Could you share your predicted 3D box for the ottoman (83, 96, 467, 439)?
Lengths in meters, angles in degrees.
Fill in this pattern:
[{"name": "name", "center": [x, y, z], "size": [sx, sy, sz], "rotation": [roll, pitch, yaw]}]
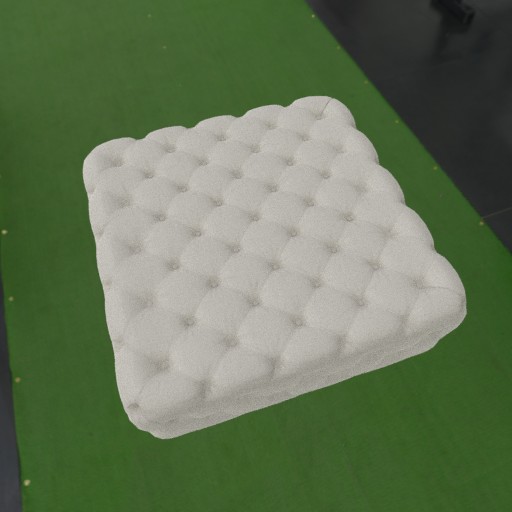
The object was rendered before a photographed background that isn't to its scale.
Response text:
[{"name": "ottoman", "center": [0.000, 0.000, 1.187], "size": [0.755, 0.376, 0.753], "rotation": [-16, 59, -10]}]
